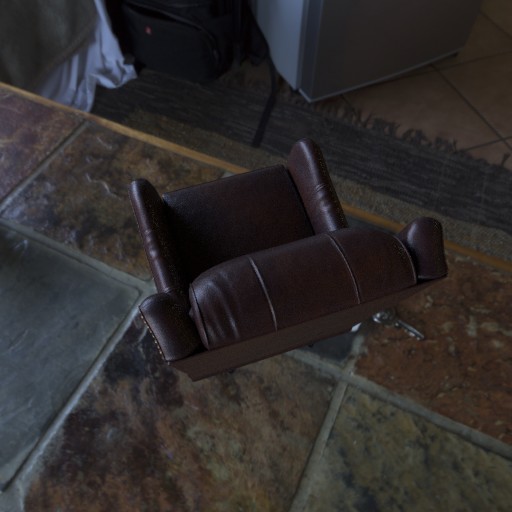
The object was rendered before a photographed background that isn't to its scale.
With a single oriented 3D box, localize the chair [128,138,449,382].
[{"bbox_3d":[0.000,0.000,1.816,0.869,1.084,1.008,-16,60,-9],"label":"chair"}]
